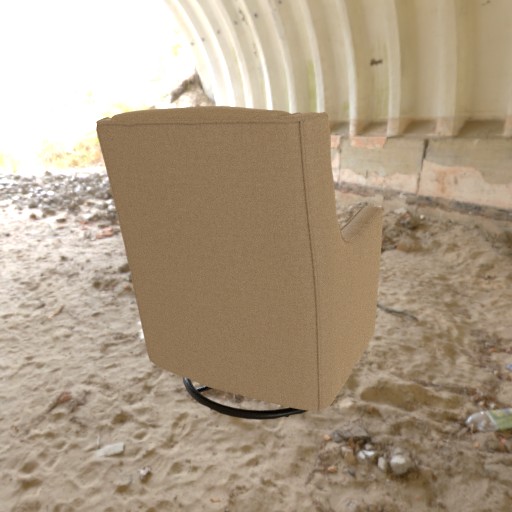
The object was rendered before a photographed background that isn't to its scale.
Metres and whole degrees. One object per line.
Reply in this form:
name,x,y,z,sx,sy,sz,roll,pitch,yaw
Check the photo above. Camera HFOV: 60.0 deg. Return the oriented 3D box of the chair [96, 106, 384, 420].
chair,0.000,0.000,1.604,0.732,0.993,0.879,8,17,26
